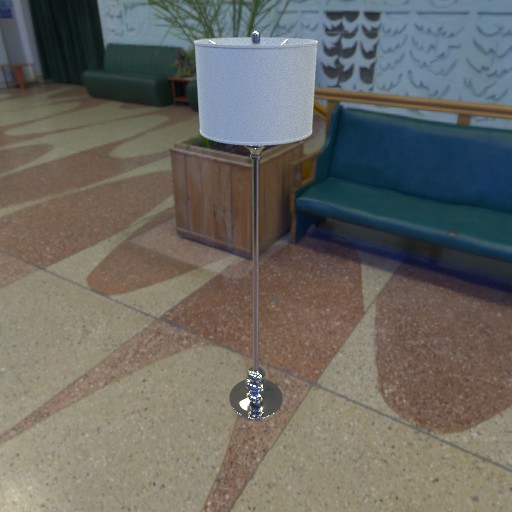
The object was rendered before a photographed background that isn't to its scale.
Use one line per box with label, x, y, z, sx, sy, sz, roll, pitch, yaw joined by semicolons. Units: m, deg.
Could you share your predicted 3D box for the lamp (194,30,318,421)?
lamp;0.000;0.000;1.640;0.356;1.487;0.356;18;34;29
